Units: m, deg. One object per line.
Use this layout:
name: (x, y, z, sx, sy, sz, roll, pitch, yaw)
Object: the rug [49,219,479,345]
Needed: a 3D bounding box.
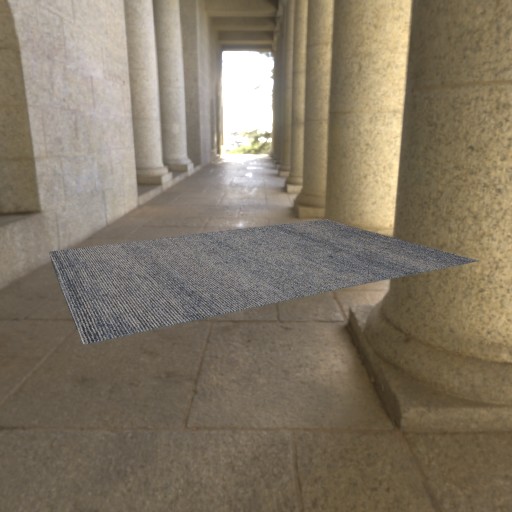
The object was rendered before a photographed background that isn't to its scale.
rug: (0.000, 0.000, 2.127, 1.740, 0.010, 1.135, -9, 18, -27)
